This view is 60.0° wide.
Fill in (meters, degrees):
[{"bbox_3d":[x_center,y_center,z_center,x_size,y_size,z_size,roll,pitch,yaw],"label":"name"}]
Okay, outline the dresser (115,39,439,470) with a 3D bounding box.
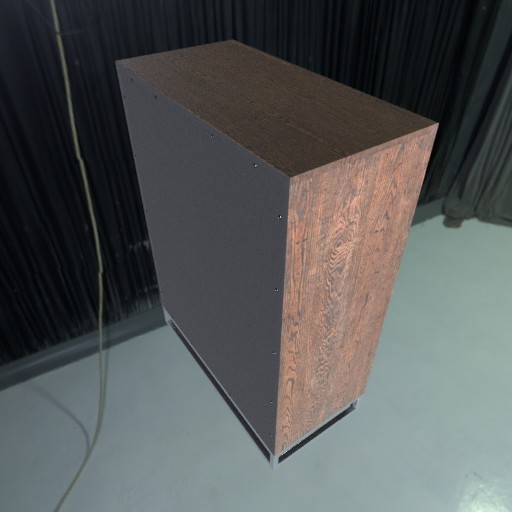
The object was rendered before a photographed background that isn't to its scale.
[{"bbox_3d":[0.000,0.000,1.747,0.508,1.321,0.965,-24,46,-26],"label":"dresser"}]
